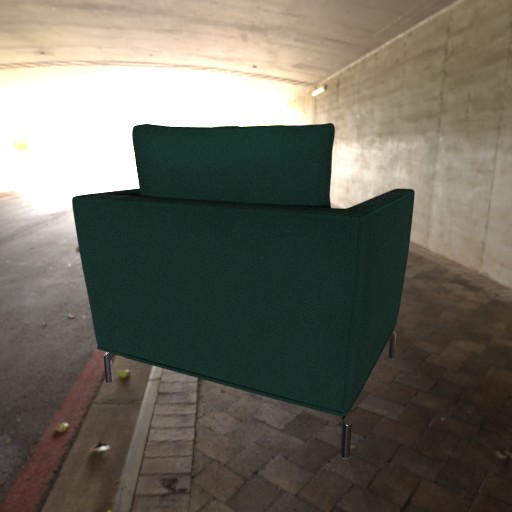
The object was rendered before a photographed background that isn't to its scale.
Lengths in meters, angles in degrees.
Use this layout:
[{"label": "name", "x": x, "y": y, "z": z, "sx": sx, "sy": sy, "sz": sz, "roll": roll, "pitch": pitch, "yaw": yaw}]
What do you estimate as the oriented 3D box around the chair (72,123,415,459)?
[{"label": "chair", "x": 0.000, "y": 0.000, "z": 1.747, "sx": 1.047, "sy": 0.997, "sz": 0.852, "roll": 7, "pitch": 15, "yaw": 26}]
